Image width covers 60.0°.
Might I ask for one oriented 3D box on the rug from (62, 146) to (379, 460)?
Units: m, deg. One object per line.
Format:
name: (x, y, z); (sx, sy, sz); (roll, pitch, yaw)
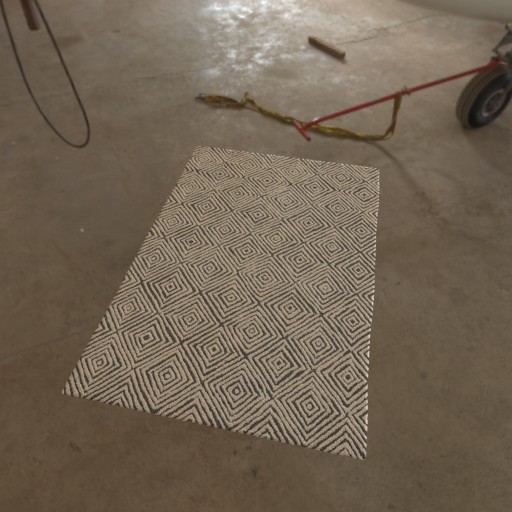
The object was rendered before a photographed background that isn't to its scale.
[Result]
rug: (0.000, 0.000, 2.221); (1.177, 0.004, 1.750); (9, 48, 8)
